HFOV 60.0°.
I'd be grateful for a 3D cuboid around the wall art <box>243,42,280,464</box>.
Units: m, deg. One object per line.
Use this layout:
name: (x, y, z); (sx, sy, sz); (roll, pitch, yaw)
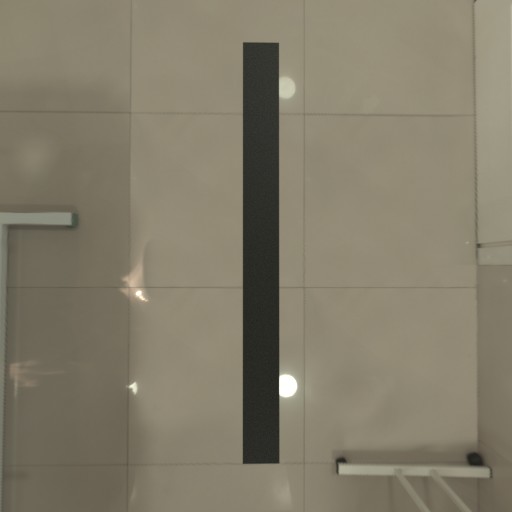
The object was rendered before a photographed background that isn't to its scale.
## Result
wall art: (0.000, 0.000, 0.537); (0.029, 0.381, 0.330); (0, 89, -1)
